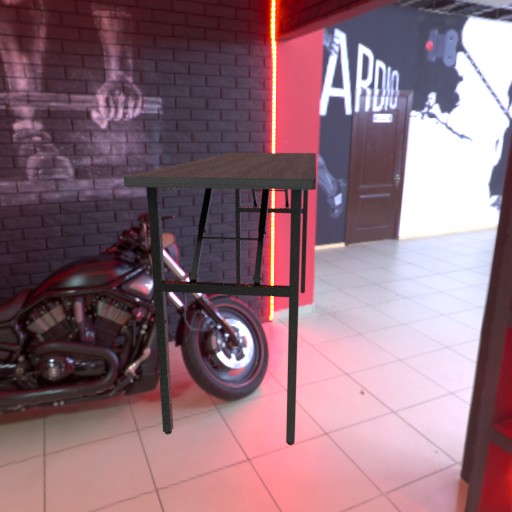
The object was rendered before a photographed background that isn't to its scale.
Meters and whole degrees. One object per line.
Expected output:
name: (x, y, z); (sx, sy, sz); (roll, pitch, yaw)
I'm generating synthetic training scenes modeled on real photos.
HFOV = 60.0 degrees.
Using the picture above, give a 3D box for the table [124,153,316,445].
table: (0.000, 0.000, 1.775); (0.449, 0.750, 1.399); (2, 15, 7)
